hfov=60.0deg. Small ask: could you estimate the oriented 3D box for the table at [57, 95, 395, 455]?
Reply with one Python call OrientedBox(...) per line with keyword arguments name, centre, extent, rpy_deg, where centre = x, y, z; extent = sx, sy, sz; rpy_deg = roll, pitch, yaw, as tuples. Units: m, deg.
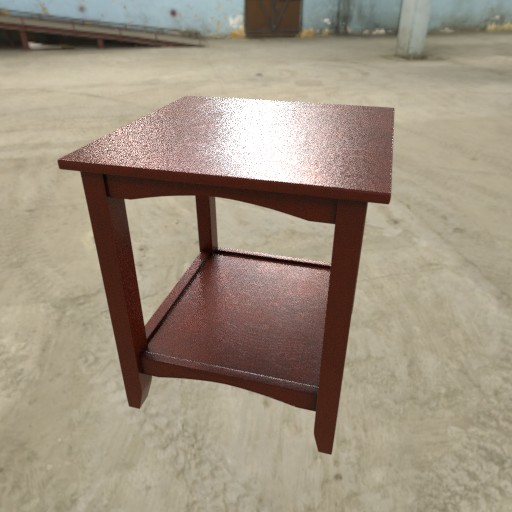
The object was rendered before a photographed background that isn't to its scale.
OrientedBox(name="table", centre=(0.000, 0.000, 0.978), extent=(0.522, 0.558, 0.523), rpy_deg=(9, 32, 15))
